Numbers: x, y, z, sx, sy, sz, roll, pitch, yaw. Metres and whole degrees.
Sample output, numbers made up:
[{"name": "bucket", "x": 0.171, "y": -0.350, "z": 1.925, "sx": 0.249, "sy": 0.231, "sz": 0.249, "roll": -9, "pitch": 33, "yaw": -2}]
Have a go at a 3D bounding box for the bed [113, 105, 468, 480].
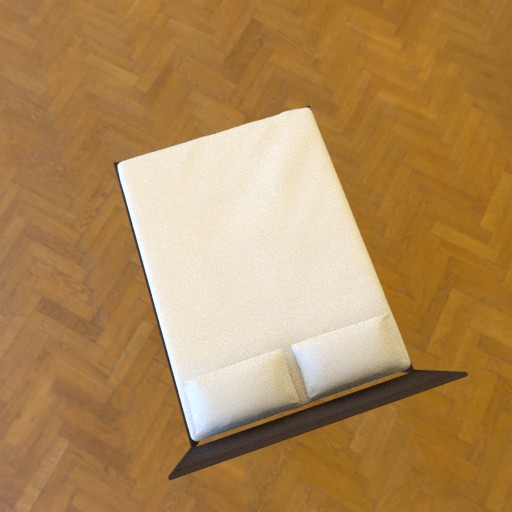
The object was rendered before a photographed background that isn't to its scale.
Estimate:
[{"name": "bed", "x": 0.000, "y": 0.000, "z": 2.989, "sx": 1.572, "sy": 1.173, "sz": 2.122, "roll": -18, "pitch": 77, "yaw": -4}]
